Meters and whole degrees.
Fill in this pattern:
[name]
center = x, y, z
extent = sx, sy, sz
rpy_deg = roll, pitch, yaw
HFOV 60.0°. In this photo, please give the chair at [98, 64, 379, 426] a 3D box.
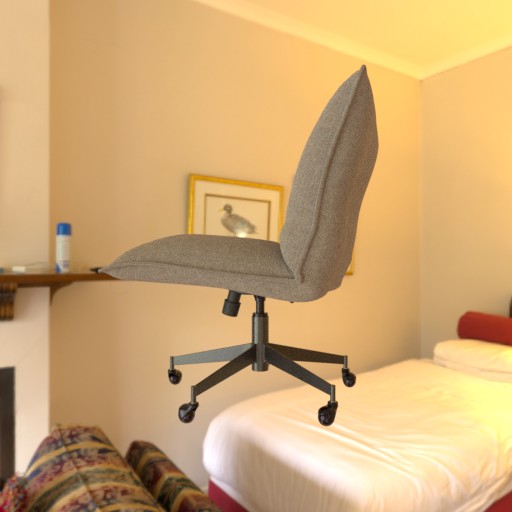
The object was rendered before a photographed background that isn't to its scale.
[chair]
center = 0.000, 0.000, 1.309
extent = 0.696, 0.811, 0.597
rpy_deg = 0, 0, 18
